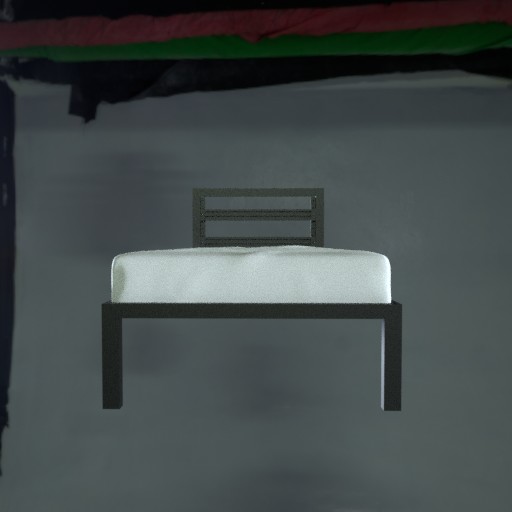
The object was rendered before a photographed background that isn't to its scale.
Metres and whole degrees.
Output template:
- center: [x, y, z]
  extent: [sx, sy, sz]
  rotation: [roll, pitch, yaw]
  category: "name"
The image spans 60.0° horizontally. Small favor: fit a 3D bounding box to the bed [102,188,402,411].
- center: [0.000, 0.000, 2.421]
  extent: [0.991, 0.967, 1.930]
  rotation: [0, 2, 1]
  category: "bed"
